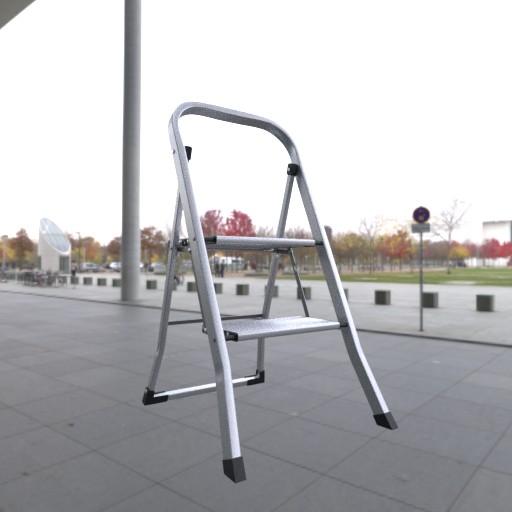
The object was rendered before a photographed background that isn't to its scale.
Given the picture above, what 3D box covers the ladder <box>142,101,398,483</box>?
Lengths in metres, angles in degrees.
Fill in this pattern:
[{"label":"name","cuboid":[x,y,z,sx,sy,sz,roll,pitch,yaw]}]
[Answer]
[{"label":"ladder","cuboid":[0.000,0.000,1.153,0.465,0.830,0.530,1,-1,-35]}]
